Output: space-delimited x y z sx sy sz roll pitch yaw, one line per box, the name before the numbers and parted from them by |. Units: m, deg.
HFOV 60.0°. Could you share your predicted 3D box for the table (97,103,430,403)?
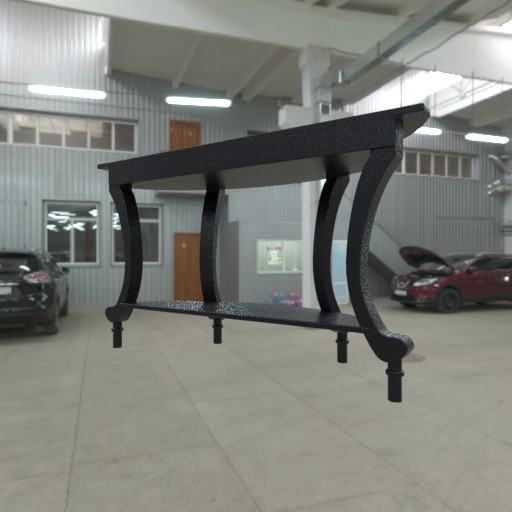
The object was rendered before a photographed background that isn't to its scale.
table | 0.000 0.000 1.500 1.198 0.692 0.394 0 0 35
